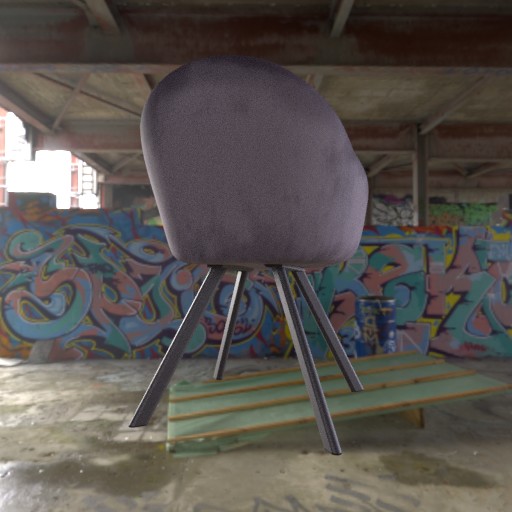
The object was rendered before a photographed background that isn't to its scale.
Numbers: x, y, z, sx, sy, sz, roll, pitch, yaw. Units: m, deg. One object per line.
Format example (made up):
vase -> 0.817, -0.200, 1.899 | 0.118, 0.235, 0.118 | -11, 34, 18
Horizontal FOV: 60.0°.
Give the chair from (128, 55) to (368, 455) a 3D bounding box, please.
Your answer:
chair -> 0.000, 0.000, 1.149 | 0.550, 0.795, 0.590 | -1, -2, 19
